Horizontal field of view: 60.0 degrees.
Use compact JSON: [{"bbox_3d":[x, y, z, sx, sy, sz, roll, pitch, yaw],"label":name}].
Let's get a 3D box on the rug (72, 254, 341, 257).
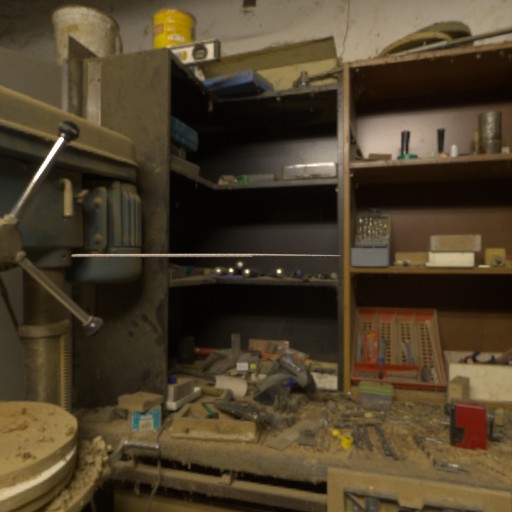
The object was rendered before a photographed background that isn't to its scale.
[{"bbox_3d":[0.000,0.000,2.808,0.769,0.012,2.448,0,0,18],"label":"rug"}]
